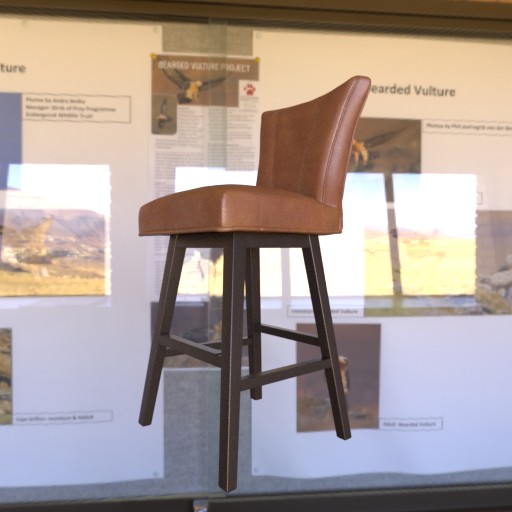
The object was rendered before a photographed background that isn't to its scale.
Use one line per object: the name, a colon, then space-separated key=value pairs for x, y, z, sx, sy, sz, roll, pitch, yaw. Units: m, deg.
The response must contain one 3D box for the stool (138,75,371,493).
stool: x=0.000 y=0.000 z=1.399 sx=0.585 sy=1.094 sz=0.522 roll=-1 pitch=1 yaw=-37
